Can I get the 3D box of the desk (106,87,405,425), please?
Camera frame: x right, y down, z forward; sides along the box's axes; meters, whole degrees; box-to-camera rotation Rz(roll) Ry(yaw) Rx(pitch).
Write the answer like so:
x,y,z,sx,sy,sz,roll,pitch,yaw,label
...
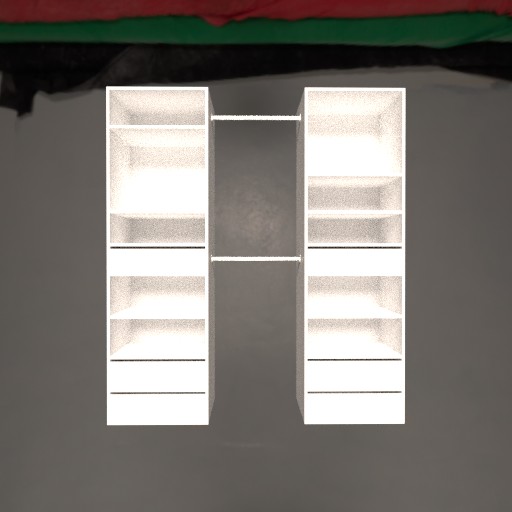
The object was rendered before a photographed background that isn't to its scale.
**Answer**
x,y,z,sx,sy,sz,roll,pitch,yaw,label
0.000,0.000,2.872,1.770,2.000,0.480,0,0,-1,desk
